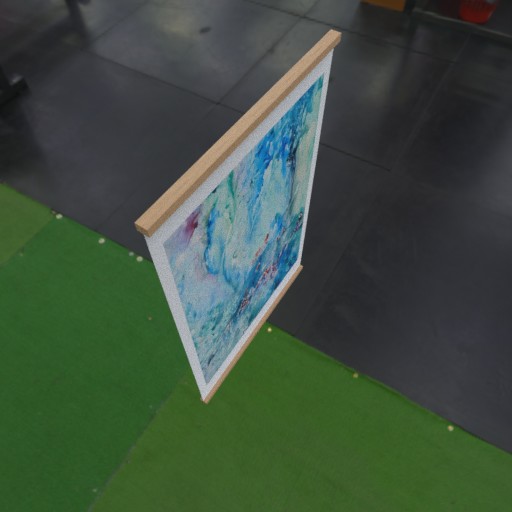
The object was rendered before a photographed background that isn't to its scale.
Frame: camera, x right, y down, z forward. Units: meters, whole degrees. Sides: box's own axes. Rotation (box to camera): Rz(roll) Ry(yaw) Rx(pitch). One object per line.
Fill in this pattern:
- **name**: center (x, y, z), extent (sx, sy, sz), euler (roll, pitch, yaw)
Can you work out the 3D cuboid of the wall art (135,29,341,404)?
- **wall art**: center (0.000, 0.000, 0.643), extent (0.013, 0.510, 0.335), euler (29, 61, 18)
